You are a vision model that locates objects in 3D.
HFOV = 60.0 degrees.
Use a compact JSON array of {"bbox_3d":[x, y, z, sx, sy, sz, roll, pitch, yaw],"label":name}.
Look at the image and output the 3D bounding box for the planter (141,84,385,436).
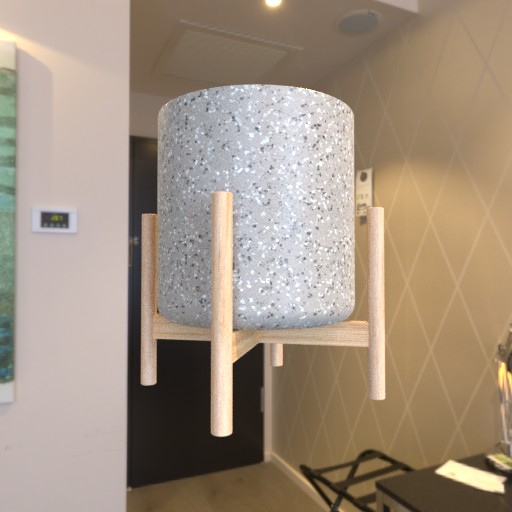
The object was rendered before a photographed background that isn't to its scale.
[{"bbox_3d":[0.000,0.000,0.696,0.360,0.419,0.360,-1,-2,35],"label":"planter"}]
